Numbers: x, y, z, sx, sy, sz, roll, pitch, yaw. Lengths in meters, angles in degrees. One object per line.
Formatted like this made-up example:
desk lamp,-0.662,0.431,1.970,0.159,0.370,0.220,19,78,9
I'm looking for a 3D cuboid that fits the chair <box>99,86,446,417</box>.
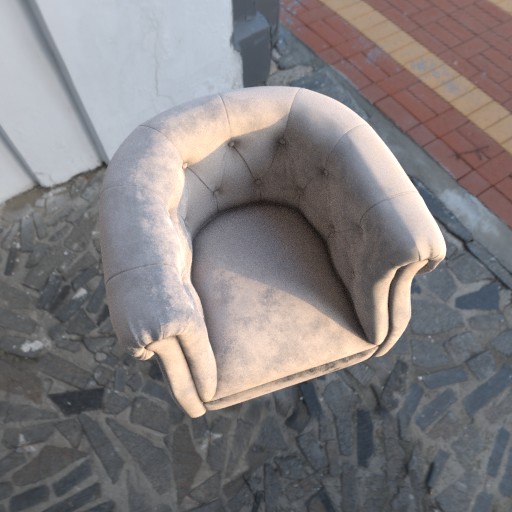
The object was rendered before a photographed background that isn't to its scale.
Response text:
chair,0.000,0.000,1.556,0.904,0.826,0.851,-16,64,-8
